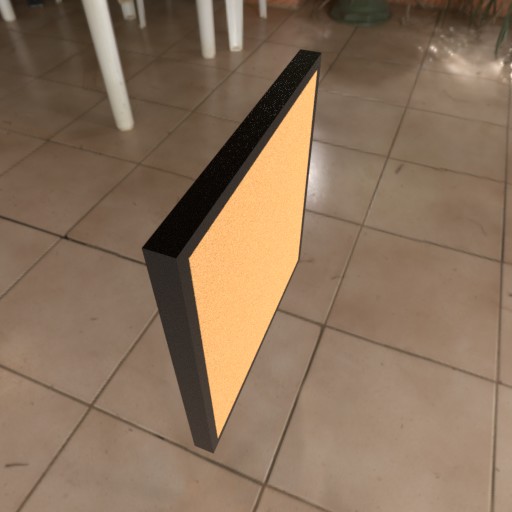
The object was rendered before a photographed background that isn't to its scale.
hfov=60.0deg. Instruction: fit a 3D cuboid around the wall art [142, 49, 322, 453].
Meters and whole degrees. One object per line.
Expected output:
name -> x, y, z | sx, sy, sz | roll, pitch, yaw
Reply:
wall art -> 0.000, 0.000, 0.767 | 0.038, 0.506, 0.506 | 16, 49, 15
